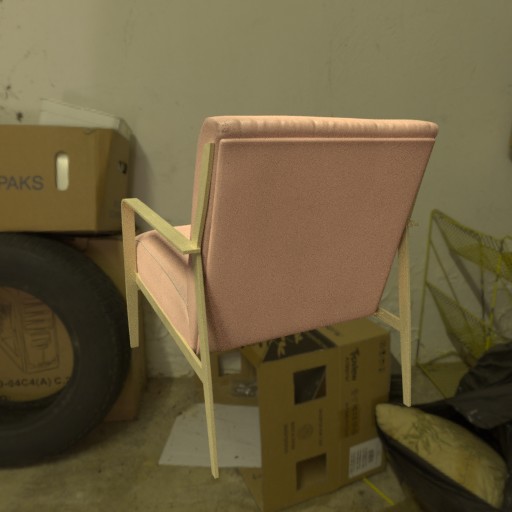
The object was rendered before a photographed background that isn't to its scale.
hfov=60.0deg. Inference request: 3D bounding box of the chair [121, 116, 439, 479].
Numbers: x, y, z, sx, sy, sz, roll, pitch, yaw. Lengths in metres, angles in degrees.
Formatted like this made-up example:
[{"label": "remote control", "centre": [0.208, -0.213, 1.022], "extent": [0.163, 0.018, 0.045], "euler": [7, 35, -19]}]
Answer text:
[{"label": "chair", "centre": [0.000, 0.000, 1.419], "extent": [0.701, 0.823, 0.848], "euler": [-8, 17, -27]}]
